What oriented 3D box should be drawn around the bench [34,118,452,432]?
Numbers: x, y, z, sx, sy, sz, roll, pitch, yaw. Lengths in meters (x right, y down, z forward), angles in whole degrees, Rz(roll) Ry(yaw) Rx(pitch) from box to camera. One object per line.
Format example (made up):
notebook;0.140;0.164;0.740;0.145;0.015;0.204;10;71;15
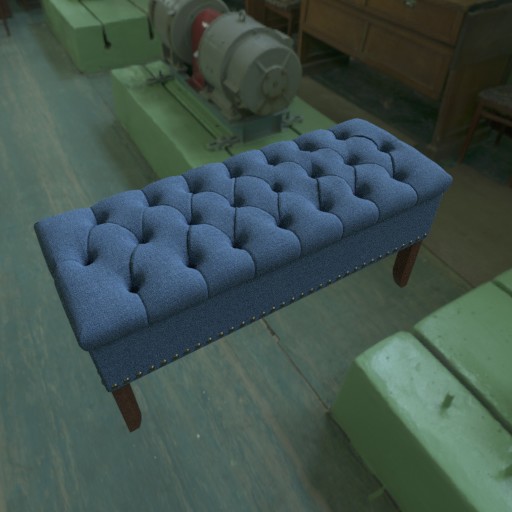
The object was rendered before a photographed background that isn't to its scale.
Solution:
bench;0.000;0.000;1.311;1.052;0.492;0.417;-23;49;-22
